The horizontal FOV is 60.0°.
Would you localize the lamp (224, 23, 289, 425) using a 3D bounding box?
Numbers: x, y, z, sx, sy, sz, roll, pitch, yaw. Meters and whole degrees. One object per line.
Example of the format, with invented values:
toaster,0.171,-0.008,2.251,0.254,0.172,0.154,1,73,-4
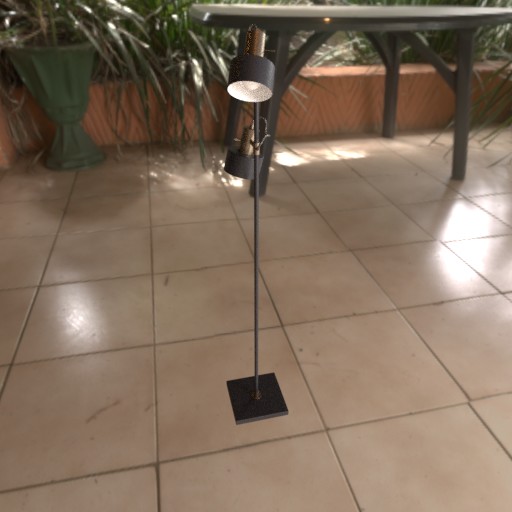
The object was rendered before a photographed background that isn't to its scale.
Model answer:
lamp,0.000,0.000,1.619,0.233,1.505,0.315,-7,32,-12
